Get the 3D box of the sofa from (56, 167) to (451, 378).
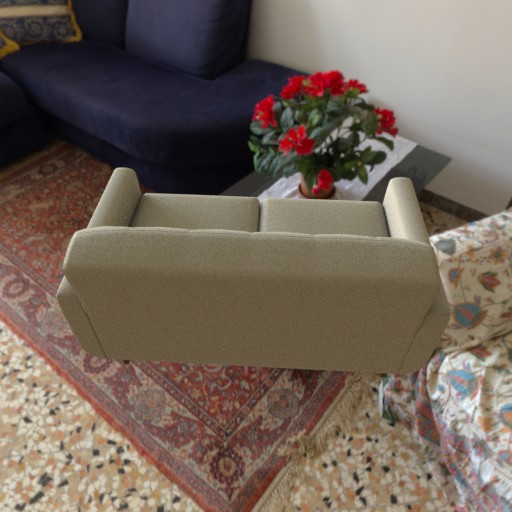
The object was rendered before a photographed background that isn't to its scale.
[{"bbox_3d":[0.000,0.000,2.237,1.655,0.892,0.980,2,46,2],"label":"sofa"}]
